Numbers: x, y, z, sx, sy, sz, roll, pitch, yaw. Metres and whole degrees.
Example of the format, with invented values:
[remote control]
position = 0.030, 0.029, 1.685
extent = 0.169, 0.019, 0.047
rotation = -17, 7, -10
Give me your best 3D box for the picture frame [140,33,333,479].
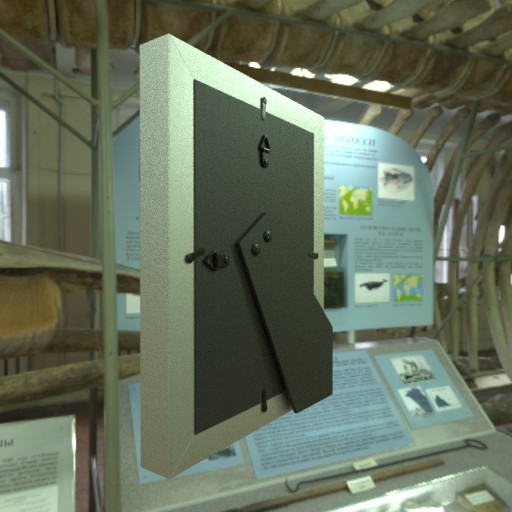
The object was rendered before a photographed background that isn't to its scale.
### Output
[picture frame]
position = 0.000, 0.000, 0.274
extent = 0.028, 0.208, 0.157
rotation = 0, 1, 36
